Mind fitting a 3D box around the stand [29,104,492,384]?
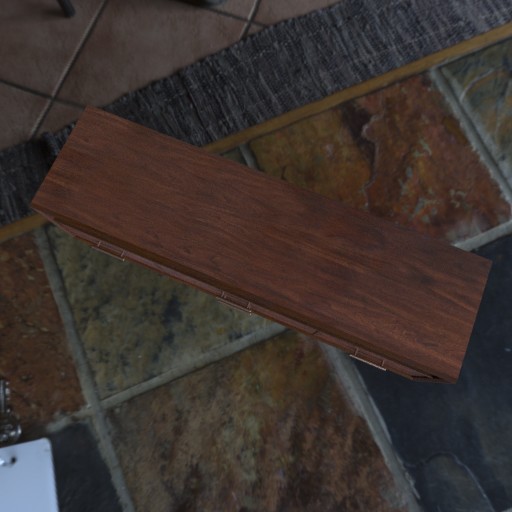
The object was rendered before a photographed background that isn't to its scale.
[{"bbox_3d":[0.000,0.000,1.897,1.626,0.610,0.481,22,77,5],"label":"stand"}]
